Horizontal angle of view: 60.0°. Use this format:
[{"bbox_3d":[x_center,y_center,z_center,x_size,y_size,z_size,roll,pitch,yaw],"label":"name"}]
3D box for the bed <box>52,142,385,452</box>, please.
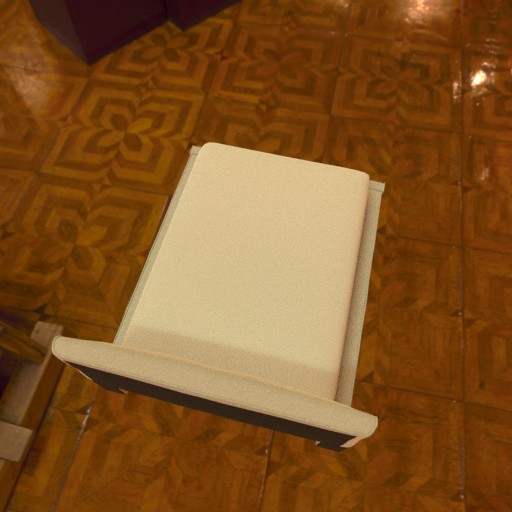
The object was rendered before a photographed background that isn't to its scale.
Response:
[{"bbox_3d":[0.000,0.000,3.335,1.840,1.067,2.368,13,63,7],"label":"bed"}]
